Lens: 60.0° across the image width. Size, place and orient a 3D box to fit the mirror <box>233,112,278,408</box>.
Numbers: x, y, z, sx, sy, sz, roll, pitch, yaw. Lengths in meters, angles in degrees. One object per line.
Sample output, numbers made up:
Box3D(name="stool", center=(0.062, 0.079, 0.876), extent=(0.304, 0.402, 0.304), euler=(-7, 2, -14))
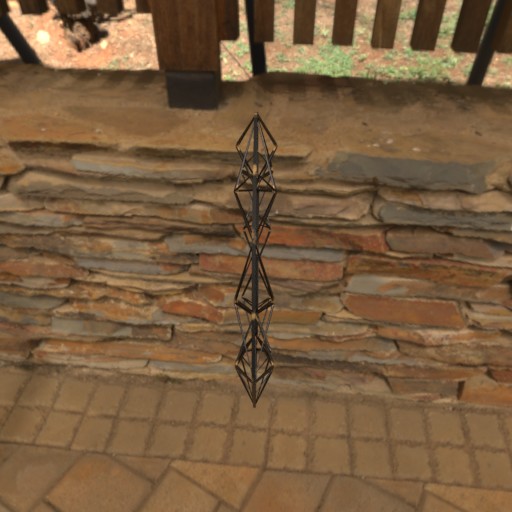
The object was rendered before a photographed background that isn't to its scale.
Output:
Box3D(name="mirror", center=(0.000, 0.000, 1.062), extent=(0.094, 0.710, 0.710), euler=(0, 40, 1))
